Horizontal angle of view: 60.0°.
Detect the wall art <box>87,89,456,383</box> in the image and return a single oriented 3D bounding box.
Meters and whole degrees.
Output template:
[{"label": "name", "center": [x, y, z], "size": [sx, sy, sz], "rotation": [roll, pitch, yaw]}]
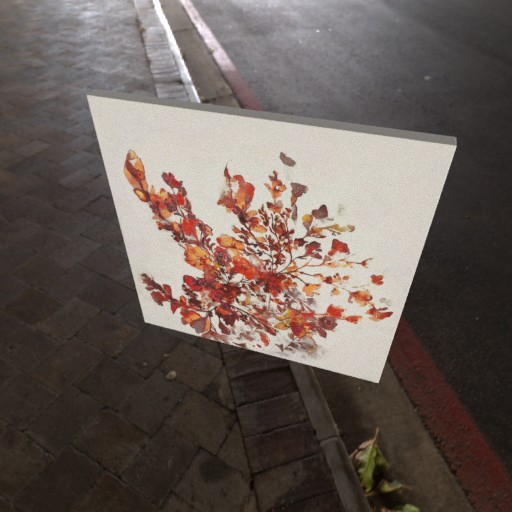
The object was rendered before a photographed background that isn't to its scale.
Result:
[{"label": "wall art", "center": [0.000, 0.000, 1.512], "size": [1.009, 1.009, 0.049], "rotation": [12, 43, 13]}]
